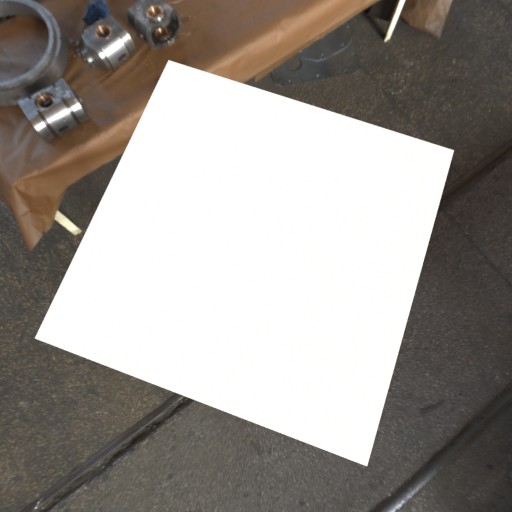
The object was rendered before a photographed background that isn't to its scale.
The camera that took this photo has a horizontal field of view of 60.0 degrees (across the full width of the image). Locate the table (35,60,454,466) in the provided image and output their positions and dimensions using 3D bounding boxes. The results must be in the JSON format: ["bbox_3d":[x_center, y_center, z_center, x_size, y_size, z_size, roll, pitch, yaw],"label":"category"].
[{"bbox_3d":[0.000,0.000,1.090,0.700,0.289,0.700,19,76,5],"label":"table"}]
